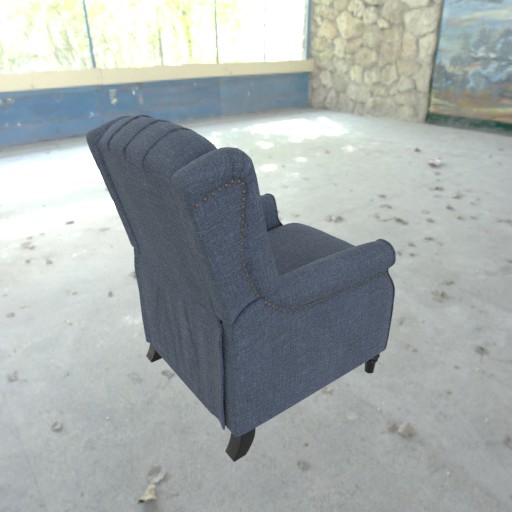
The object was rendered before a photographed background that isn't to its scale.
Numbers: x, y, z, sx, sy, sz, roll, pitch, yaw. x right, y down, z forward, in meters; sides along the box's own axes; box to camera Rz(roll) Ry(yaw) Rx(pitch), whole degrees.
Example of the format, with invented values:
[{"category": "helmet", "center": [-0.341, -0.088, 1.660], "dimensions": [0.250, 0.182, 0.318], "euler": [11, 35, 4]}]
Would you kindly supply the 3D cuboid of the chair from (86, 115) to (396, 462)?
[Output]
[{"category": "chair", "center": [0.000, 0.000, 1.627], "dimensions": [0.898, 1.035, 0.742], "euler": [-19, 32, -33]}]
